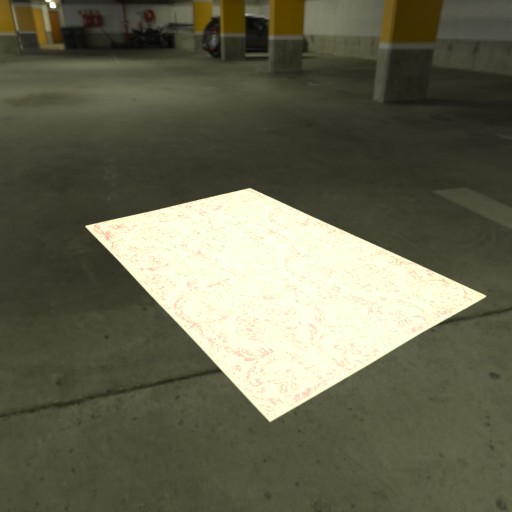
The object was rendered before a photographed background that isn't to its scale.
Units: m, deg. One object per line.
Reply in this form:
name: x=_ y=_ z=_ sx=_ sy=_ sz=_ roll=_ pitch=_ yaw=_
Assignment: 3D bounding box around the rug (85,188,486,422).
rug: x=0.000 y=0.000 z=3.477 sx=1.819 sy=0.018 sz=2.746 roll=-18 pitch=32 yaw=-31
